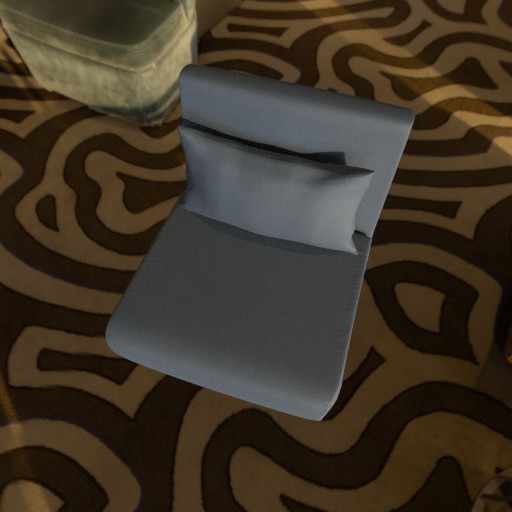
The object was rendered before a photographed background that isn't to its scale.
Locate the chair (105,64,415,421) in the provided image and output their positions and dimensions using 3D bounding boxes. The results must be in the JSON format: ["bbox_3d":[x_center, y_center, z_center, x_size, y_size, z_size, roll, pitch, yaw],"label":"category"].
[{"bbox_3d":[0.000,0.000,1.540,0.770,0.808,0.900,15,60,9],"label":"chair"}]
